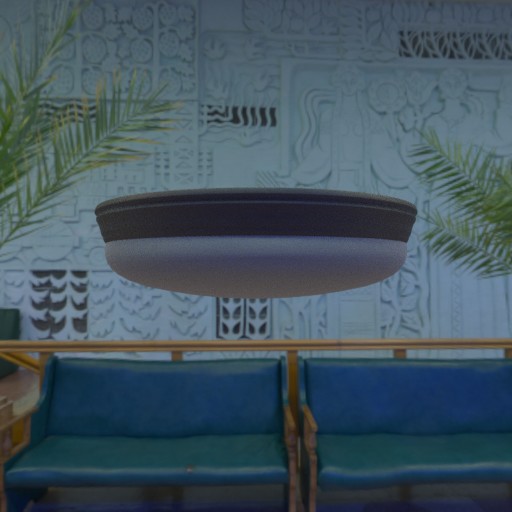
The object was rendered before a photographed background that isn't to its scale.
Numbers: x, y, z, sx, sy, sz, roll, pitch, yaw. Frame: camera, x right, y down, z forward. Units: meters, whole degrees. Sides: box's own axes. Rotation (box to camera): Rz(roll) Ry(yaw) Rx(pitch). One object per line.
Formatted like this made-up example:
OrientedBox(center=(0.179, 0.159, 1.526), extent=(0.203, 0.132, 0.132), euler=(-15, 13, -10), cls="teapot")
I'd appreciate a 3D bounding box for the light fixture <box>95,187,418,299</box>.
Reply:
OrientedBox(center=(0.000, 0.000, 0.536), extent=(0.368, 0.100, 0.368), euler=(0, -2, 0), cls="light fixture")
